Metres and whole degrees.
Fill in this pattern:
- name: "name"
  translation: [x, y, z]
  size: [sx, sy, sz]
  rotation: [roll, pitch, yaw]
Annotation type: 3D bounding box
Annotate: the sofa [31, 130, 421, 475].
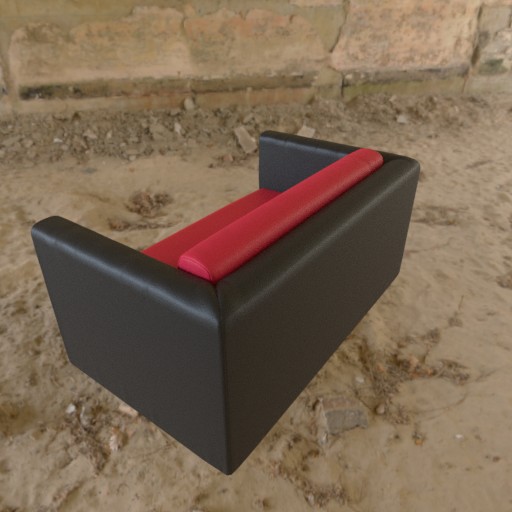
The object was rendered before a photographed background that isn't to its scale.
- name: "sofa"
  translation: [0.000, 0.000, 1.891]
  size: [0.845, 0.735, 1.410]
  rotation: [21, 38, 30]
